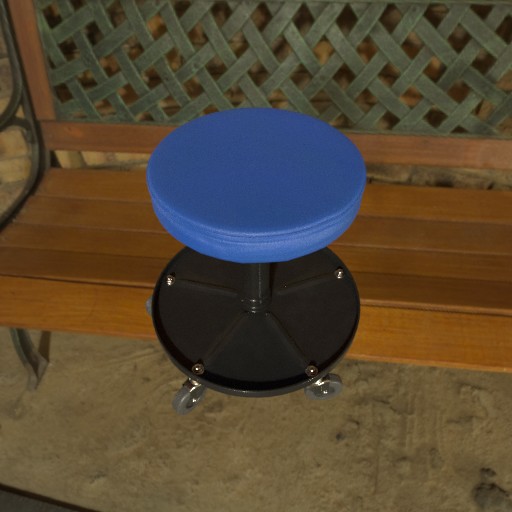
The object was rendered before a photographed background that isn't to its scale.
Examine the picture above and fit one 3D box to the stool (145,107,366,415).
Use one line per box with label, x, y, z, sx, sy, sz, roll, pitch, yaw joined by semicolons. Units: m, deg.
stool;0.000;0.000;0.687;0.381;0.365;0.382;-19;50;-17
